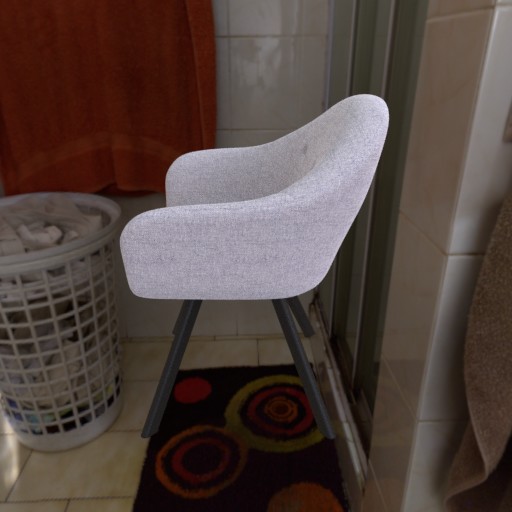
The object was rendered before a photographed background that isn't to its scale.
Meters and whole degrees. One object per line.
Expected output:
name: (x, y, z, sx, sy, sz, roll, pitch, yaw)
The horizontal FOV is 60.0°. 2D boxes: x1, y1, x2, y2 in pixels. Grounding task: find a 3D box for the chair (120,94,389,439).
chair: (0.000, 0.000, 1.137, 0.570, 0.780, 0.540, 0, 25, 0)
